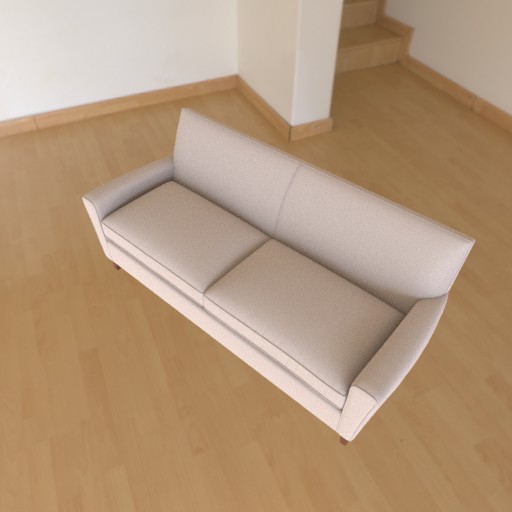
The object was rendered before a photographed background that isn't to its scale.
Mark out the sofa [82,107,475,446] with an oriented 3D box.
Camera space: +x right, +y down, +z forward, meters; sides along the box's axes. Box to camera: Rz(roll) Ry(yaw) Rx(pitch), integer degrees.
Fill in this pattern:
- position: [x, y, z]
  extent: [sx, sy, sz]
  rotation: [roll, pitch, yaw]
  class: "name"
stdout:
- position: [0.000, 0.000, 2.516]
  extent: [2.000, 0.846, 0.875]
  rotation: [32, 54, 27]
  class: "sofa"
